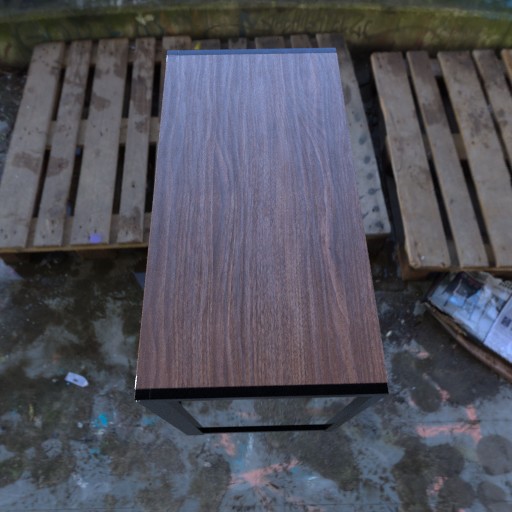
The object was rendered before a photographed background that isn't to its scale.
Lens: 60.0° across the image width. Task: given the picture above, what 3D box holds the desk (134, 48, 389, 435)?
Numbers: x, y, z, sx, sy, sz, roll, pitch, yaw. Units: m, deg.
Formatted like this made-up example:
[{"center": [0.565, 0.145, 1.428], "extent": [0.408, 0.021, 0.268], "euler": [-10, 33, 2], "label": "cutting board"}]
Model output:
[{"center": [0.000, 0.000, 1.445], "extent": [0.508, 0.762, 1.016], "euler": [-1, 63, -1], "label": "desk"}]
